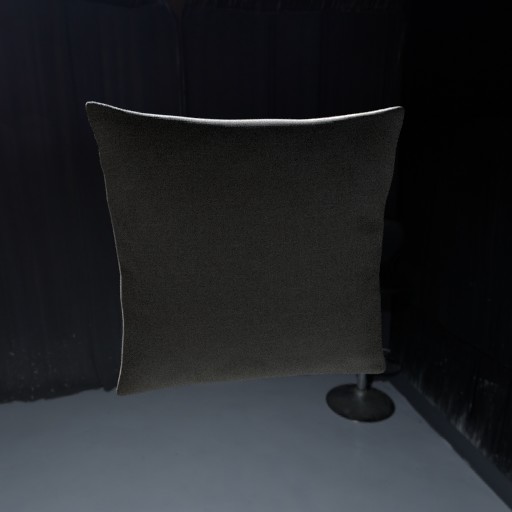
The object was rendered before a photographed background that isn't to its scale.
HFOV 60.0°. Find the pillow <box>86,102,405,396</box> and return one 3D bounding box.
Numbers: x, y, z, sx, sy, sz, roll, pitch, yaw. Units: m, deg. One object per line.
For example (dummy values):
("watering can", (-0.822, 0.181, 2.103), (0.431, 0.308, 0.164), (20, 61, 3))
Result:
("pillow", (0.000, 0.000, 0.779), (0.523, 0.506, 0.166), (-2, 15, -9))
